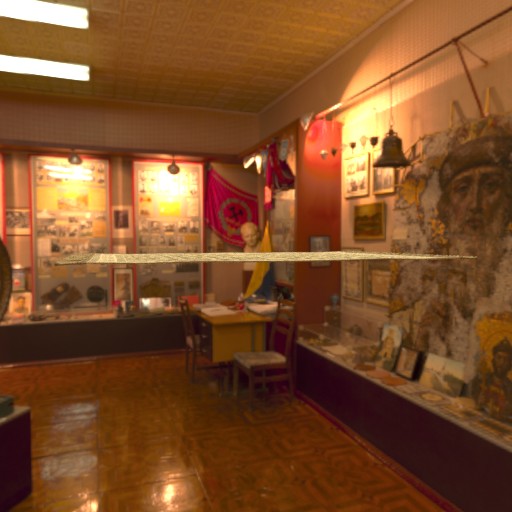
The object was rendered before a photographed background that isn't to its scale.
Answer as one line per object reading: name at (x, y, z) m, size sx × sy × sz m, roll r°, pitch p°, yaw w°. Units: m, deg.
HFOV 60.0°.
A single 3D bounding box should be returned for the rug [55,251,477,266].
rug at (0.000, 0.000, 3.099) m, size 2.431 × 0.025 × 1.530 m, roll -1°, pitch 2°, yaw -18°
